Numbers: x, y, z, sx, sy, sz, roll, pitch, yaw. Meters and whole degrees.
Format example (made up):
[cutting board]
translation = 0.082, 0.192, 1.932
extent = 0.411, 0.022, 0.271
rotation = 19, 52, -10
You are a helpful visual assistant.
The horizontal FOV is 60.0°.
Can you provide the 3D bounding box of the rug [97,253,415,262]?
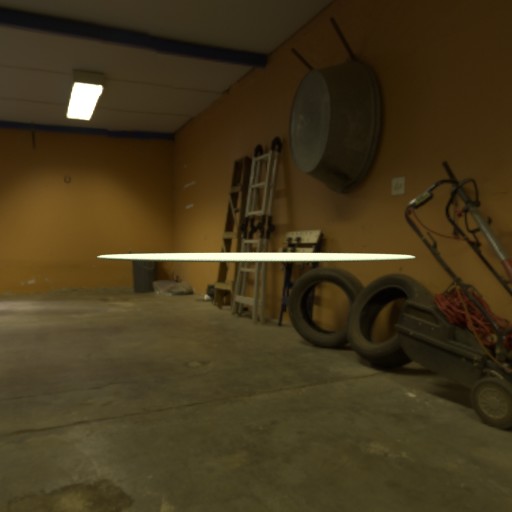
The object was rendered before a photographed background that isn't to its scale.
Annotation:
[rug]
translation = 0.000, 0.000, 2.355
extent = 1.593, 0.012, 1.593
rotation = 0, 1, 0
